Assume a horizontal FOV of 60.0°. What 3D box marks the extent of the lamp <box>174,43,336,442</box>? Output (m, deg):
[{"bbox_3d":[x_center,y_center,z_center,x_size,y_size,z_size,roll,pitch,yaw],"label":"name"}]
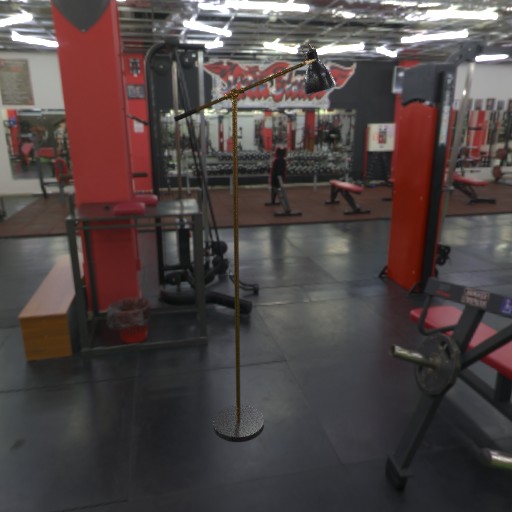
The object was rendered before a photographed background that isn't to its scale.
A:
[{"bbox_3d":[0.000,0.000,1.844,0.618,1.628,0.235,-3,16,-9],"label":"lamp"}]
